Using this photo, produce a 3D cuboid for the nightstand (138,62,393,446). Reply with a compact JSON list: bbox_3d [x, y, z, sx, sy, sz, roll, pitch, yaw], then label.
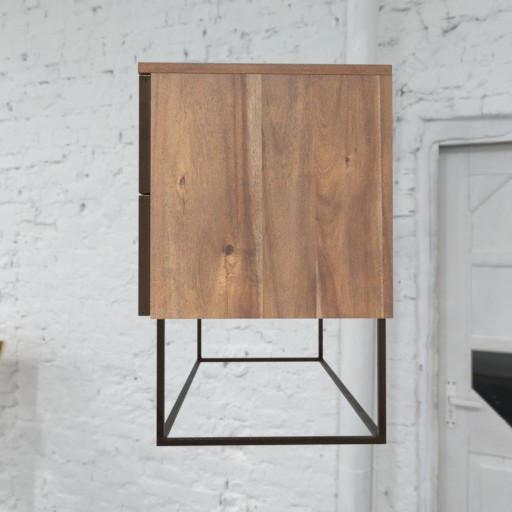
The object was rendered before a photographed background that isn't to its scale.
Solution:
[{"bbox_3d":[0.000,0.000,1.008,0.427,0.611,0.605,0,-1,-1],"label":"nightstand"}]
